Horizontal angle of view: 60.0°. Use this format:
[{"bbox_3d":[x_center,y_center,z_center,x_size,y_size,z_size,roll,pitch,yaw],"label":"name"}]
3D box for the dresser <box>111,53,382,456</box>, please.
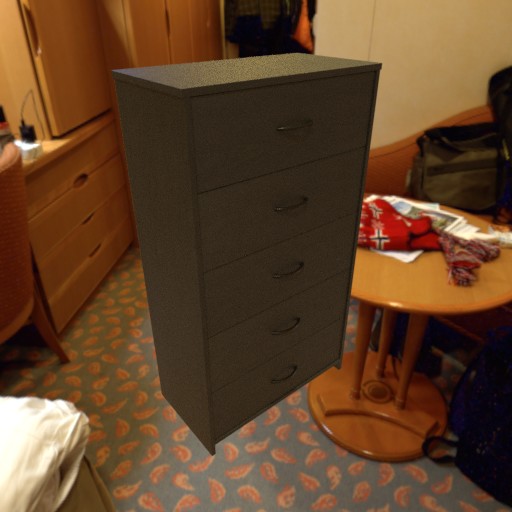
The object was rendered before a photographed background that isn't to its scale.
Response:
[{"bbox_3d":[0.000,0.000,1.586,0.704,1.255,0.399,-22,37,-33],"label":"dresser"}]
